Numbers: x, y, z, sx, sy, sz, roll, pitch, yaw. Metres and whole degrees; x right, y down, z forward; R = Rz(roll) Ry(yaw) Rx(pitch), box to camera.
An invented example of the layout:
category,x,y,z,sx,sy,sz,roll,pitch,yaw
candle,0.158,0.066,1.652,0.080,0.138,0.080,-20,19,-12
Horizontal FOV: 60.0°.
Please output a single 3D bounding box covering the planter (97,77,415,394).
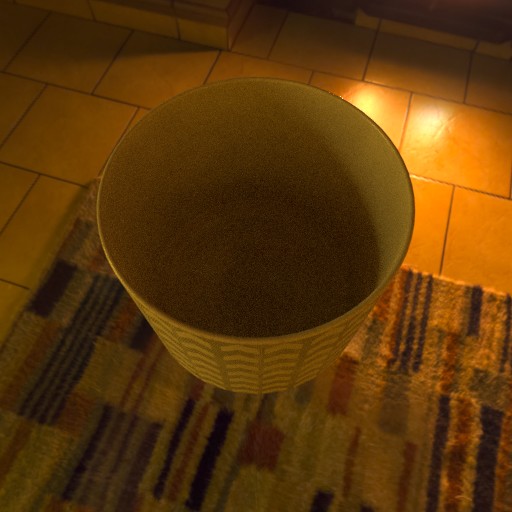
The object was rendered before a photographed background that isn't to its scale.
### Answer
category,x,y,z,sx,sy,sz,roll,pitch,yaw
planter,0.000,0.000,0.457,0.250,0.239,0.250,0,63,0
